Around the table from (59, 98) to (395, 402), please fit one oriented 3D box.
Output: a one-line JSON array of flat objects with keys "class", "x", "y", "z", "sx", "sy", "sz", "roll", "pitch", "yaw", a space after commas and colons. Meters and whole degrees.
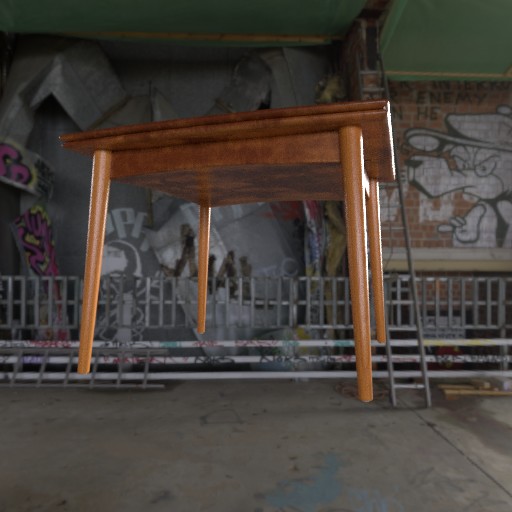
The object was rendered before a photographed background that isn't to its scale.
[{"class": "table", "x": 0.000, "y": 0.000, "z": 1.671, "sx": 0.991, "sy": 0.754, "sz": 0.991, "roll": 0, "pitch": -1, "yaw": 18}]
